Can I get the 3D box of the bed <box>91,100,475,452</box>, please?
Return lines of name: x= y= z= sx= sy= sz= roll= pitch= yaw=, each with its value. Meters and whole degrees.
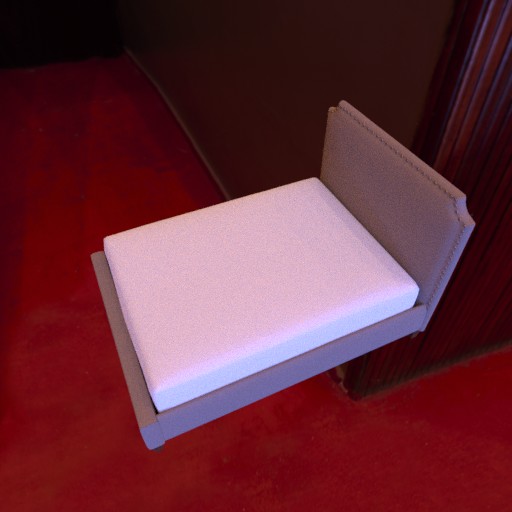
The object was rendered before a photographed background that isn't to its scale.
bed: x=0.000 y=0.000 z=3.444 sx=2.372 sy=1.443 sz=1.713 roll=-18 pitch=49 yaw=-17
